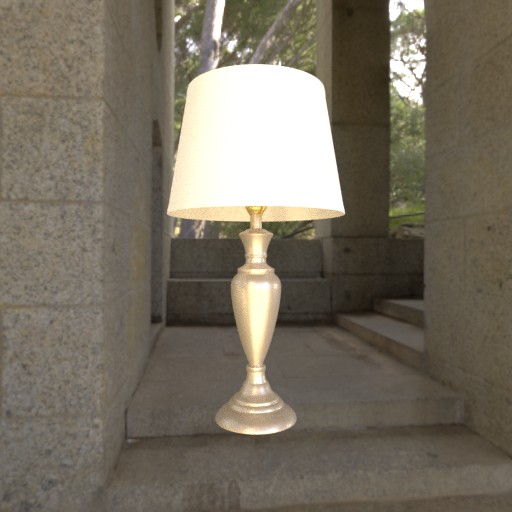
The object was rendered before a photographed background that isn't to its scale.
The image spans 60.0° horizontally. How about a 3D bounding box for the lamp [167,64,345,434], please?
[{"bbox_3d":[0.000,0.000,0.834,0.328,0.612,0.328,0,0,0],"label":"lamp"}]
